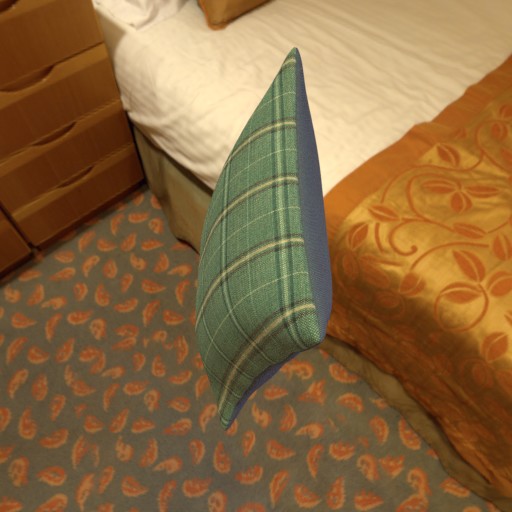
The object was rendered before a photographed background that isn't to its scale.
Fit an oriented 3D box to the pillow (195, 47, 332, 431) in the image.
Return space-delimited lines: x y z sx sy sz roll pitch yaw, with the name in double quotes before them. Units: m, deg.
"pillow" 0.000 0.000 0.703 0.200 0.430 0.453 0 58 0
